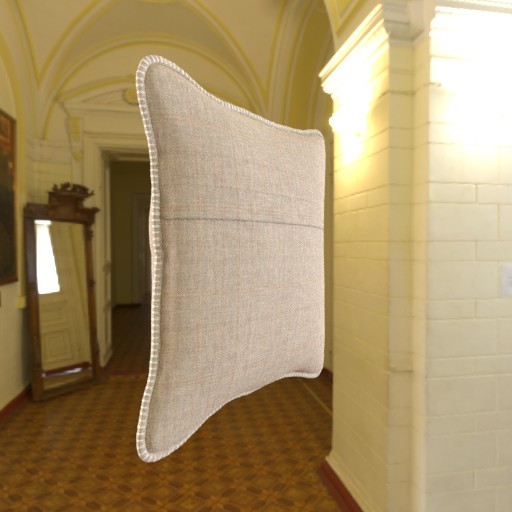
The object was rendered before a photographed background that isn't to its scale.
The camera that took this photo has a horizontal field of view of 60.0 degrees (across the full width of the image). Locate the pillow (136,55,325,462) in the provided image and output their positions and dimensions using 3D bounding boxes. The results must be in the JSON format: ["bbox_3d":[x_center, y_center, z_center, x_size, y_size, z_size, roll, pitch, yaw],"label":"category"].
[{"bbox_3d":[0.000,0.000,0.713,0.124,0.494,0.485,1,1,35],"label":"pillow"}]
